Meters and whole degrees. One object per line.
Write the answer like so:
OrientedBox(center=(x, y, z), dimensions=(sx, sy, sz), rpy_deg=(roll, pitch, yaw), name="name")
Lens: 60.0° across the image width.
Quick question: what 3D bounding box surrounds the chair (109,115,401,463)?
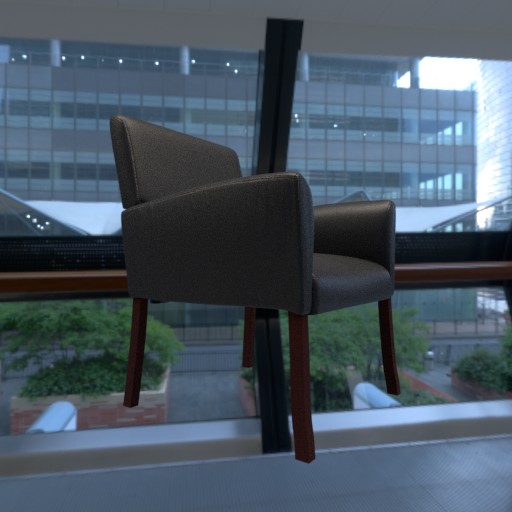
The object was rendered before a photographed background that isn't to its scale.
OrientedBox(center=(0.000, 0.000, 1.503), dimensions=(0.772, 0.951, 0.683), rpy_deg=(0, 0, 36), name="chair")
